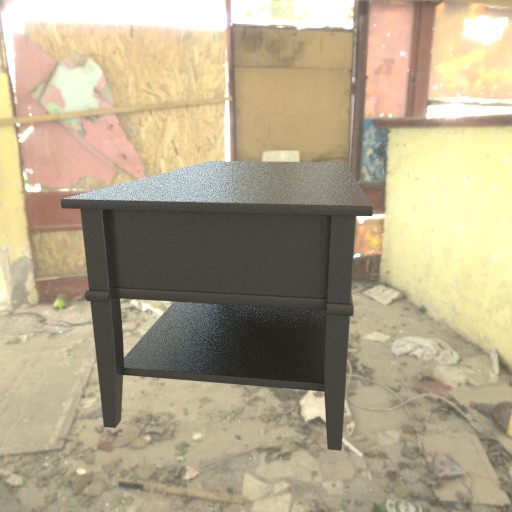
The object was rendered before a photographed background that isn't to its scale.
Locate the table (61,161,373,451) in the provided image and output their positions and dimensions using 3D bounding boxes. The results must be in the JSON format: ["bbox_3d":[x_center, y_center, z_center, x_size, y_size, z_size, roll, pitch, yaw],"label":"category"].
[{"bbox_3d":[0.000,0.000,1.282,0.523,0.470,1.044,2,16,8],"label":"table"}]
